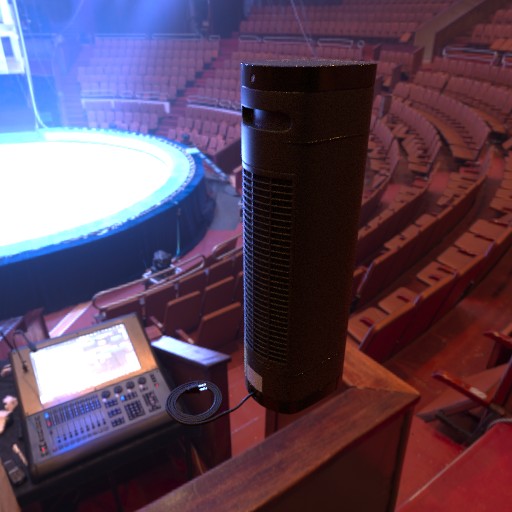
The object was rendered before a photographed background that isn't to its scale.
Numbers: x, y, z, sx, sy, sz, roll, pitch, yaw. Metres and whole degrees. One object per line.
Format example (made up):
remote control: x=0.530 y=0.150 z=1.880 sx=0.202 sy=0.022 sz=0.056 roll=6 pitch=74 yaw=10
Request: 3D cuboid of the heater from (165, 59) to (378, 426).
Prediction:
heater: x=0.000 y=0.000 z=0.690 sx=0.312 sy=0.552 sz=0.174 roll=-18 pitch=31 yaw=-32
